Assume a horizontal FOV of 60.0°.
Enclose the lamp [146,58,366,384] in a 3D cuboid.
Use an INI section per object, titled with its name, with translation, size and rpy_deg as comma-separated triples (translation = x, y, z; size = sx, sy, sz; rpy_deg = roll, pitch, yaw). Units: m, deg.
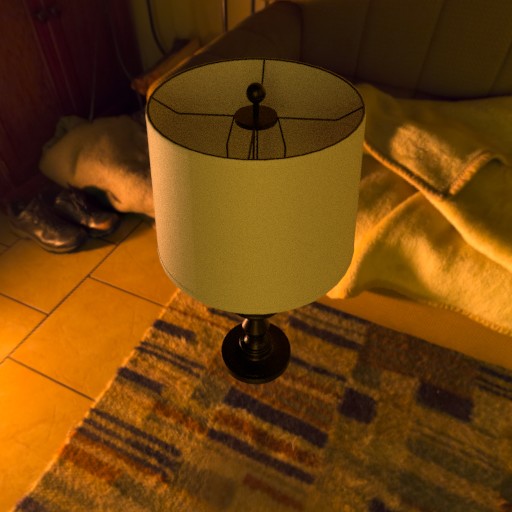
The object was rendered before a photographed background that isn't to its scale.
[lamp]
translation = 0.000, 0.000, 0.914
size = 0.383, 0.726, 0.383
rpy_deg = 0, 45, 0
